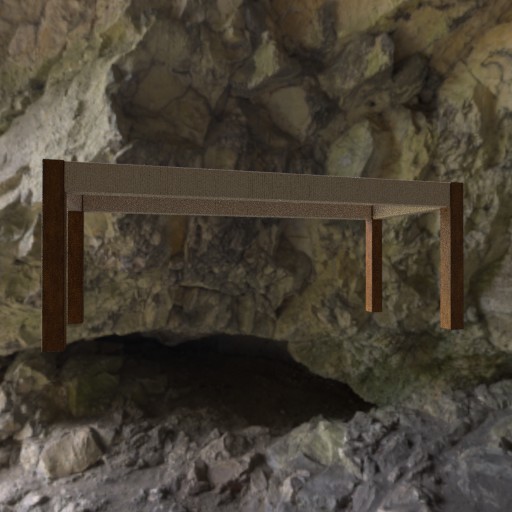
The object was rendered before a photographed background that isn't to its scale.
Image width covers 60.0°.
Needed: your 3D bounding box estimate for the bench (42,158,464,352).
[{"bbox_3d":[0.000,0.000,1.455,1.198,0.457,0.507,0,0,-16],"label":"bench"}]
